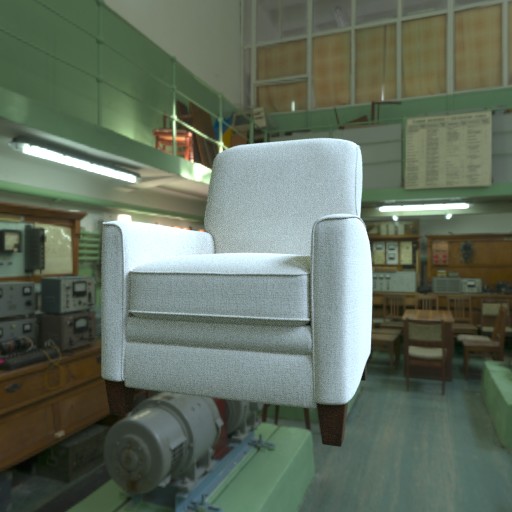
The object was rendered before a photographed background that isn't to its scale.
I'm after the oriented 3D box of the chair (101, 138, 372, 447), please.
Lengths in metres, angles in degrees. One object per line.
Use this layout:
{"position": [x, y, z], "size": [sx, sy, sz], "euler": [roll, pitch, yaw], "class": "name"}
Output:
{"position": [0.000, 0.000, 1.672], "size": [0.841, 1.028, 0.858], "euler": [0, 0, 19], "class": "chair"}
